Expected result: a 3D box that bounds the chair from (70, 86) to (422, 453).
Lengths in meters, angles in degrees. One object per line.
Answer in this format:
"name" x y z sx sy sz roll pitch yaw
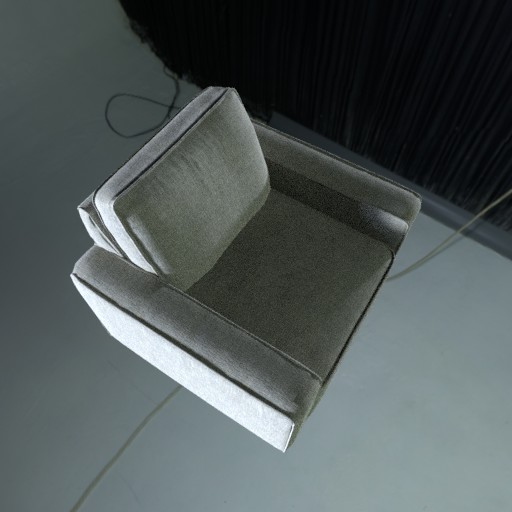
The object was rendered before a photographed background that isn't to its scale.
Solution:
"chair" 0.000 0.000 1.727 0.940 0.914 1.016 28 62 16
